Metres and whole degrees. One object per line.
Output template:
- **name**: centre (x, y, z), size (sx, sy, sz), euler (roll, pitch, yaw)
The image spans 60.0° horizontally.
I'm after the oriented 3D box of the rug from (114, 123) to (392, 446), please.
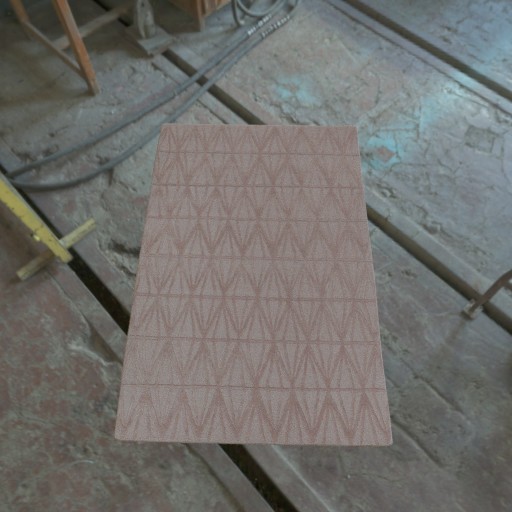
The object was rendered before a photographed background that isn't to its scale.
- **rug**: centre (0.000, 0.000, 2.345), size (1.230, 0.025, 1.837), euler (1, 63, 0)
